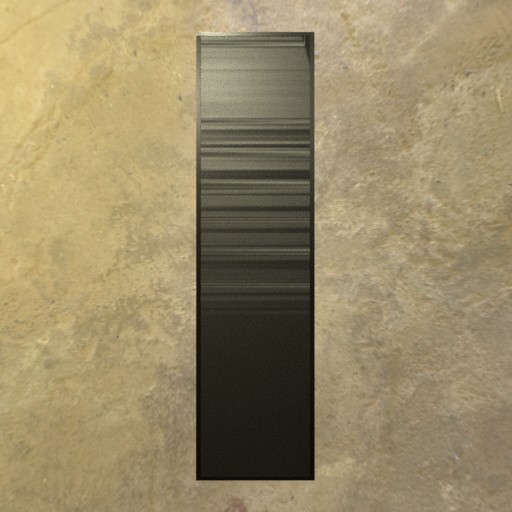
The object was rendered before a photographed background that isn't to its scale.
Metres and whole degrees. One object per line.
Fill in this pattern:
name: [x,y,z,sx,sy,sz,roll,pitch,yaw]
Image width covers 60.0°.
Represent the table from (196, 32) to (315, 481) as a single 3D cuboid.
table: [0.000,0.000,1.666,0.399,0.395,1.486,0,90,0]
